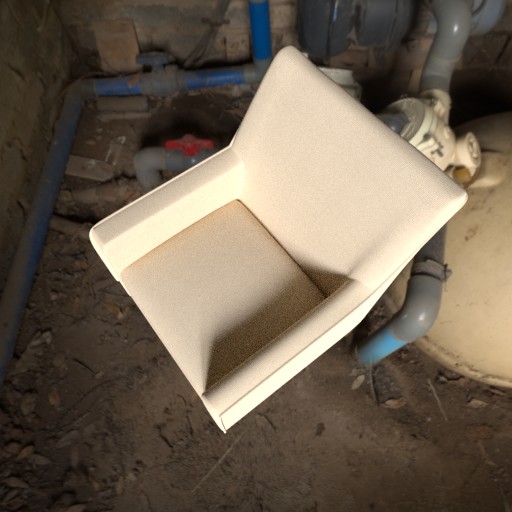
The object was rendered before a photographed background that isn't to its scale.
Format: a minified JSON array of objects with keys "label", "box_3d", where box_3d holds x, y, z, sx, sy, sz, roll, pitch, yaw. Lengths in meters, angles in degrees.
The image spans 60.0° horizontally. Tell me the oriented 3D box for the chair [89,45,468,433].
[{"label":"chair","box_3d":[0.000,0.000,1.602,0.899,0.919,0.780,-34,68,-16]}]
